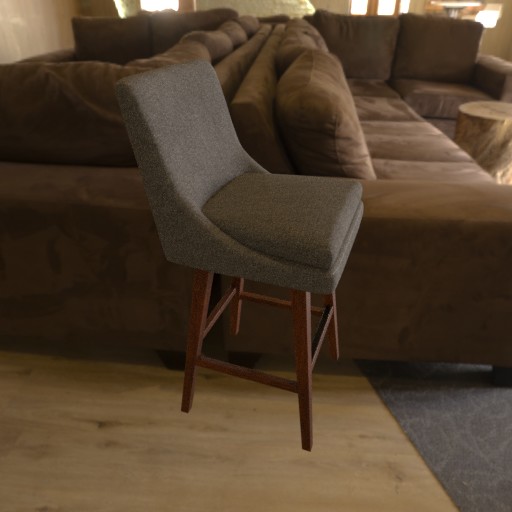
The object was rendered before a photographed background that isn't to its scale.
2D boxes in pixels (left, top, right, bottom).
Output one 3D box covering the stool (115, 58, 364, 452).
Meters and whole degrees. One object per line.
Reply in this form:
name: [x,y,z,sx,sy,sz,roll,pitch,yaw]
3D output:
stool: [0.000,0.000,1.373,0.572,1.068,0.489,11,32,17]
